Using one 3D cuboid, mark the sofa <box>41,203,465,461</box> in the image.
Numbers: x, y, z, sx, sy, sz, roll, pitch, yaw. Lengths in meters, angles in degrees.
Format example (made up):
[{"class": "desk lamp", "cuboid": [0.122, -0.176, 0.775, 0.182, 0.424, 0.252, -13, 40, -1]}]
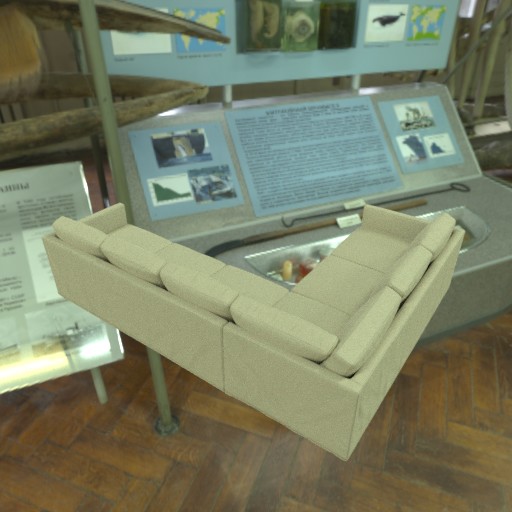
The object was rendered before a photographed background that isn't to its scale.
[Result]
[{"class": "sofa", "cuboid": [0.000, 0.000, 4.289, 3.182, 0.871, 2.432, 21, 38, 29]}]
